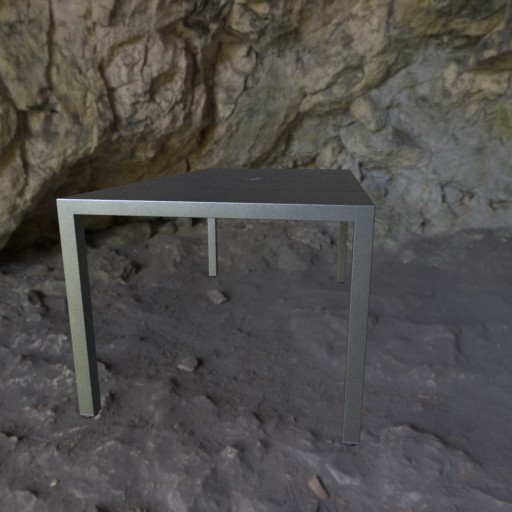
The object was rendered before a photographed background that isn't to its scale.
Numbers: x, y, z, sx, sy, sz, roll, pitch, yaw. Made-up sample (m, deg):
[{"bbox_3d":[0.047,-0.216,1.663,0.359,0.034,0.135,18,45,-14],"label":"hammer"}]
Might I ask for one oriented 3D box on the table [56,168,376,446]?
[{"bbox_3d":[0.000,0.000,2.122,0.914,0.735,1.680,2,14,9],"label":"table"}]
